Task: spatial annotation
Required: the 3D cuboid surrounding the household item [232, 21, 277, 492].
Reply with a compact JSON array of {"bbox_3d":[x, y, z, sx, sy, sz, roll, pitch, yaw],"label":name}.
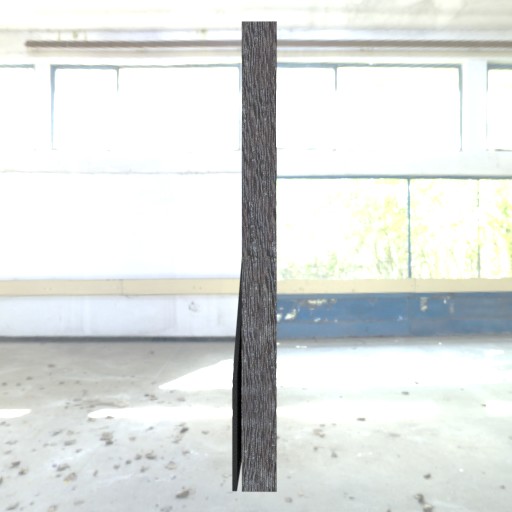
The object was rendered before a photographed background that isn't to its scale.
[{"bbox_3d":[0.000,0.000,0.278,0.020,0.210,0.160,0,1,1],"label":"household item"}]
